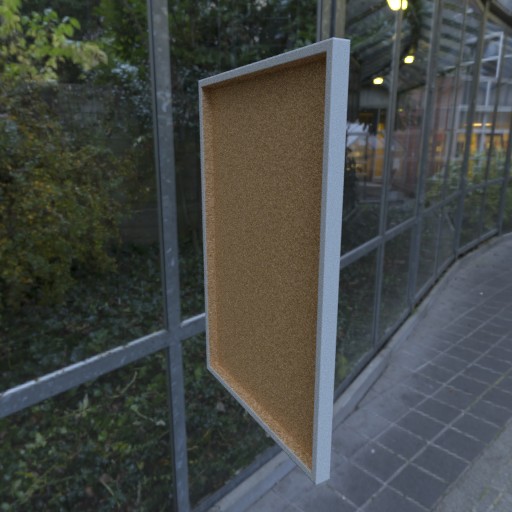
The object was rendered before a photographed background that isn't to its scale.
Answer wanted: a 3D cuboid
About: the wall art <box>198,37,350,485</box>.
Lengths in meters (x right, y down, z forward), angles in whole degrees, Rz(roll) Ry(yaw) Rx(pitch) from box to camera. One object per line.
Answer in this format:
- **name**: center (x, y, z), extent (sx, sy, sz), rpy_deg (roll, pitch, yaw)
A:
- **wall art**: center (0.000, 0.000, 1.142), extent (0.038, 0.914, 0.610), rpy_deg (-8, 16, -28)
